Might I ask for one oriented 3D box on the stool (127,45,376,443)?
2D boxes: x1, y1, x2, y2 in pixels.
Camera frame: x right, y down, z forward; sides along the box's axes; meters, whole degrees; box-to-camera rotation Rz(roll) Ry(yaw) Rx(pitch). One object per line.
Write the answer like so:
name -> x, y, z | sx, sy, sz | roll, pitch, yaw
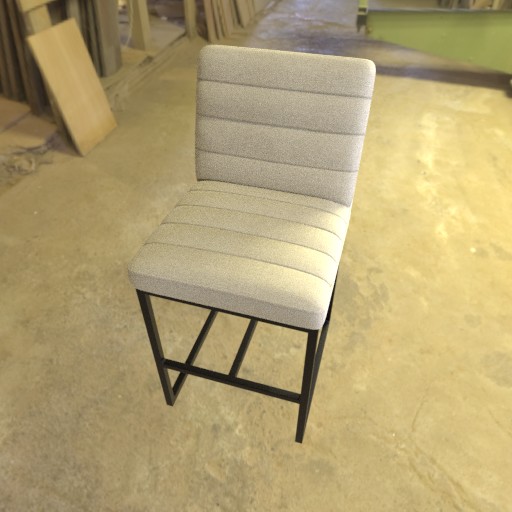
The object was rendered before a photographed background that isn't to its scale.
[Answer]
stool -> 0.000, 0.000, 1.229 | 0.460, 0.940, 0.560 | 11, 43, 12
